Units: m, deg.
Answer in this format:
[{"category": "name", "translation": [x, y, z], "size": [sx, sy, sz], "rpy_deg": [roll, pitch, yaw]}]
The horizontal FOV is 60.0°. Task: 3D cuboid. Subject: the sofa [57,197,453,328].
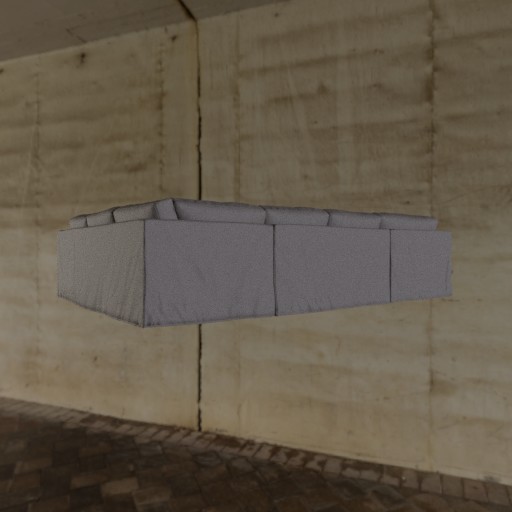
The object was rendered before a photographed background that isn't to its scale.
[{"category": "sofa", "translation": [0.000, 0.000, 4.722], "size": [3.528, 0.878, 2.476], "rpy_deg": [-1, 1, -36]}]
